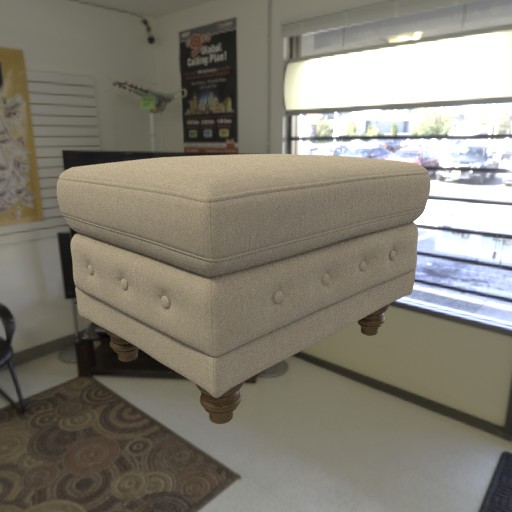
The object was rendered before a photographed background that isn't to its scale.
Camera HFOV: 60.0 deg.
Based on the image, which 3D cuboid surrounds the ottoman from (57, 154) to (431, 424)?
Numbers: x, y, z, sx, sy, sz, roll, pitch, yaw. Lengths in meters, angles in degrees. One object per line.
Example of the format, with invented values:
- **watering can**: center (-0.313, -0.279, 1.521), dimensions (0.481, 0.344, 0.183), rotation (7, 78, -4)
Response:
- **ottoman**: center (0.000, 0.000, 1.129), dimensions (0.569, 0.500, 0.771), rotation (14, 20, 43)
